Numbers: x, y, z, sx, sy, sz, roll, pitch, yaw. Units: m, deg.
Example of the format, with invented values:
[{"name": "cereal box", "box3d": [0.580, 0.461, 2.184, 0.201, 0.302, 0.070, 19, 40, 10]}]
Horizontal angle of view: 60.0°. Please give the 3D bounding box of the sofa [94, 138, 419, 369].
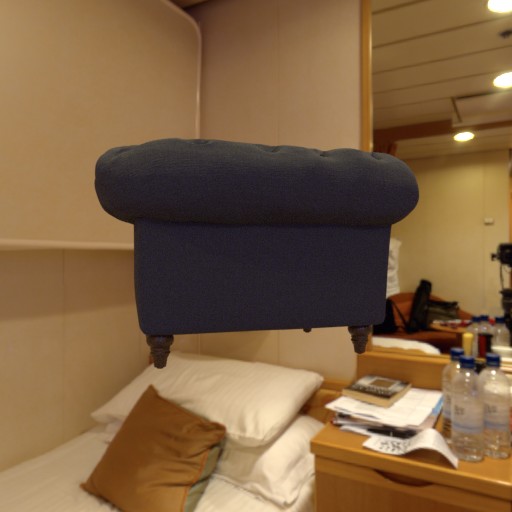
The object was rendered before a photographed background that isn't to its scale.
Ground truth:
[{"name": "sofa", "box3d": [0.000, 0.000, 2.029, 1.405, 0.878, 1.032, 0, 0, -17]}]
